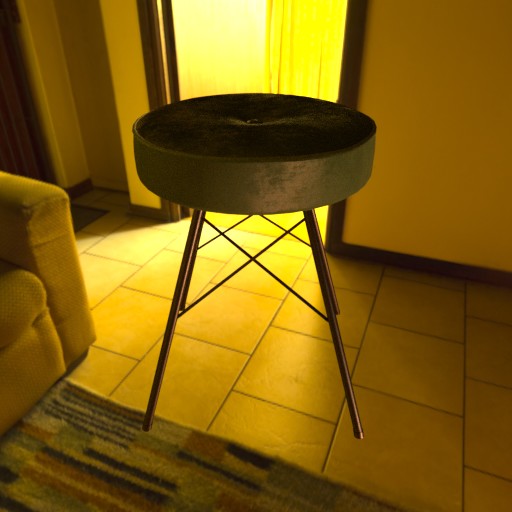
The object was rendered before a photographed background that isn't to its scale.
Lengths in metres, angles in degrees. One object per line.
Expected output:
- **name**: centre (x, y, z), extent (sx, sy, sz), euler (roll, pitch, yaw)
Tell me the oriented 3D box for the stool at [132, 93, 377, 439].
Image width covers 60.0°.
- **stool**: centre (0.000, 0.000, 0.933), extent (0.457, 0.595, 0.430), euler (1, 31, 2)
